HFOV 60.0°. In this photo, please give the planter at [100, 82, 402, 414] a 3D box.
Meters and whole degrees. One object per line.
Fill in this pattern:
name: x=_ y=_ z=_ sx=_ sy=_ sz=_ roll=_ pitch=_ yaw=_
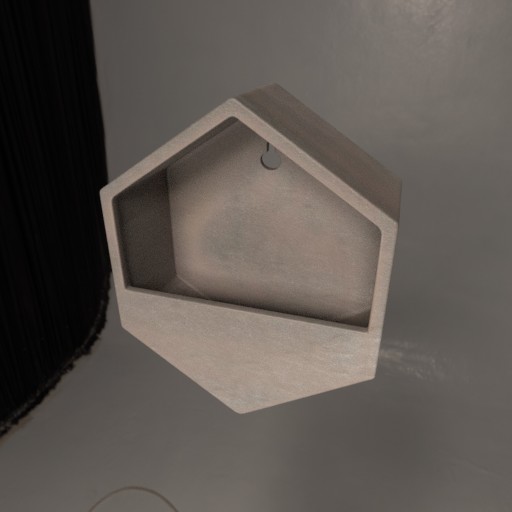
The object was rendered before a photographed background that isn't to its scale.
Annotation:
planter: x=0.000 y=0.000 z=0.291 sx=0.169 sy=0.206 sz=0.077 roll=8 pitch=28 yaw=16
